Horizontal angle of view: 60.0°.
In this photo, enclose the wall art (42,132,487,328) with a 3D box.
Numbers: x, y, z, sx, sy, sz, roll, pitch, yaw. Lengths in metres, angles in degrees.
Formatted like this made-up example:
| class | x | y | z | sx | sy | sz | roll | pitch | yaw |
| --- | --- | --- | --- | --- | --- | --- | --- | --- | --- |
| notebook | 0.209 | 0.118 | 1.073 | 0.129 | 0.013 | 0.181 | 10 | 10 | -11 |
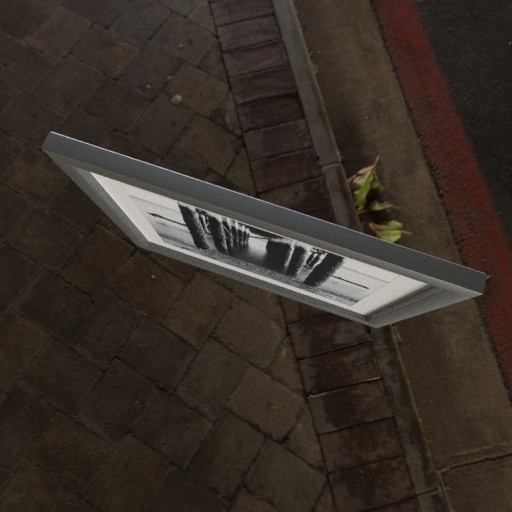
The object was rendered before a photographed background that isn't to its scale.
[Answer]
| class | x | y | z | sx | sy | sz | roll | pitch | yaw |
| --- | --- | --- | --- | --- | --- | --- | --- | --- | --- |
| wall art | 0.000 | 0.000 | 0.751 | 0.556 | 0.457 | 0.028 | 19 | 77 | 5 |
